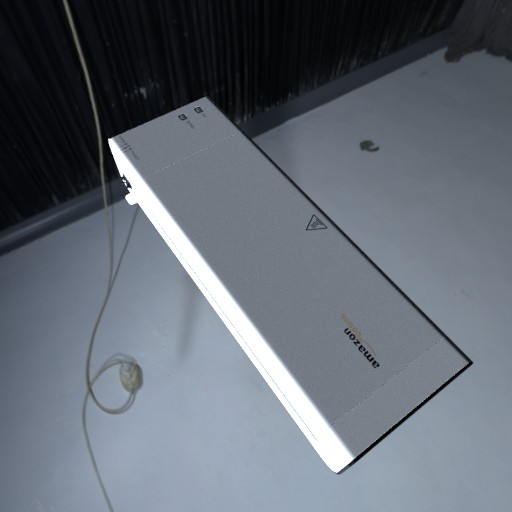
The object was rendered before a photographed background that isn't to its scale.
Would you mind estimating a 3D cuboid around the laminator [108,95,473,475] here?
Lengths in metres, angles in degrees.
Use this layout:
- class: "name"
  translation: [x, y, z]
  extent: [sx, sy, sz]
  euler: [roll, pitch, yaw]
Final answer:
- class: "laminator"
  translation: [0.000, 0.000, 0.380]
  extent: [0.123, 0.062, 0.340]
  euler: [-31, 63, -18]
